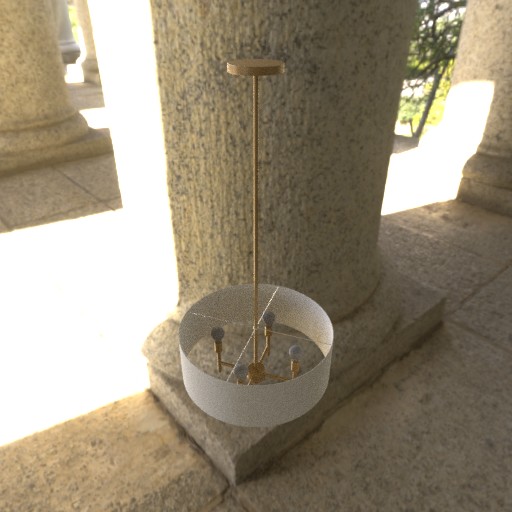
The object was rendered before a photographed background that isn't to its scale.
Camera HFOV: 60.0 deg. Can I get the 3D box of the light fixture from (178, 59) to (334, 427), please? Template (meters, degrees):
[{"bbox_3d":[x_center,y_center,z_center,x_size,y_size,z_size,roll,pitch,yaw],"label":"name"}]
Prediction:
[{"bbox_3d":[0.000,0.000,1.323,0.508,1.067,0.508,0,31,0],"label":"light fixture"}]
